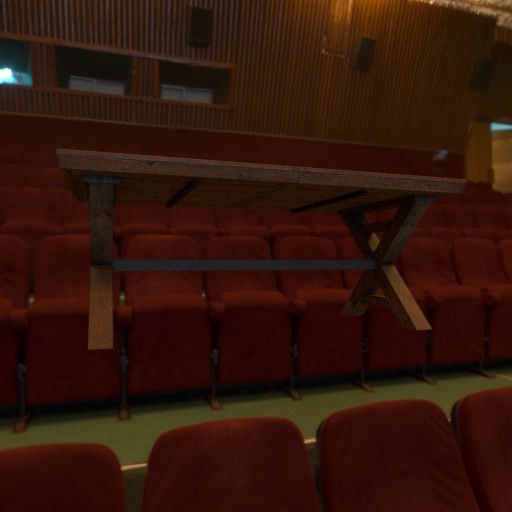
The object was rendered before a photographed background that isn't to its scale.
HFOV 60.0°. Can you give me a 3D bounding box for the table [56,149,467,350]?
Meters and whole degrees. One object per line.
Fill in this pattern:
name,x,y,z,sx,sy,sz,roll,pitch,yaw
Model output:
table,0.000,0.000,2.500,1.966,0.793,1.071,0,-1,-19
